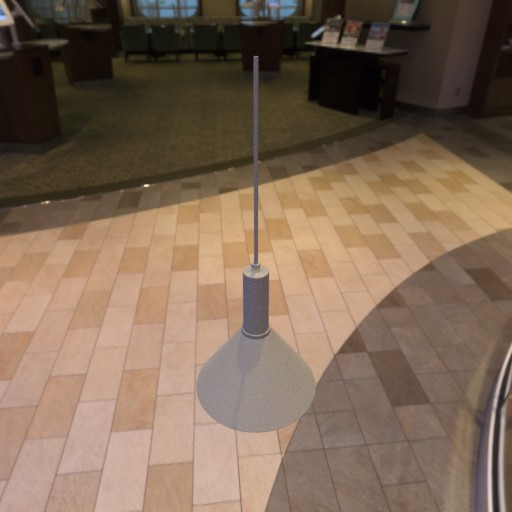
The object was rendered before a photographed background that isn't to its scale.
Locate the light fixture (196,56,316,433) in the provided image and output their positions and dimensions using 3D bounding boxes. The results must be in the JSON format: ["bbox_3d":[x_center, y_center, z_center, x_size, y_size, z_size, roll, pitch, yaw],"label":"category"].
[{"bbox_3d":[0.000,0.000,0.826,0.267,0.683,0.267,22,38,32],"label":"light fixture"}]
